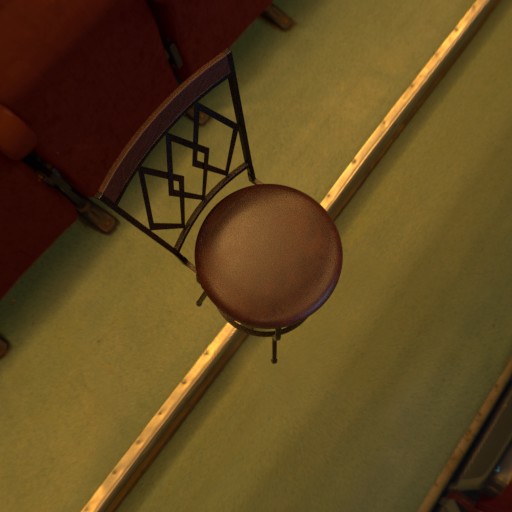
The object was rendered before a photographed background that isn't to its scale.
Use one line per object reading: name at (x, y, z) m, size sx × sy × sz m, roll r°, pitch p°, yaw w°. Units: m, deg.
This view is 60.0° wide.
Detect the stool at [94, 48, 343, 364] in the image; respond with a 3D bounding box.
stool at (0.000, 0.000, 1.397) m, size 0.521 × 1.134 × 0.432 m, roll 36°, pitch 78°, yaw 9°
